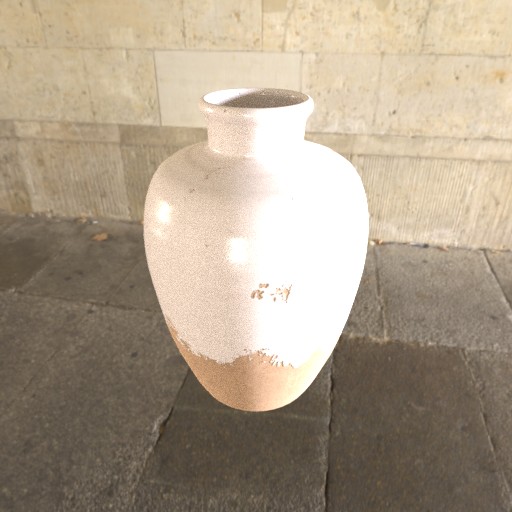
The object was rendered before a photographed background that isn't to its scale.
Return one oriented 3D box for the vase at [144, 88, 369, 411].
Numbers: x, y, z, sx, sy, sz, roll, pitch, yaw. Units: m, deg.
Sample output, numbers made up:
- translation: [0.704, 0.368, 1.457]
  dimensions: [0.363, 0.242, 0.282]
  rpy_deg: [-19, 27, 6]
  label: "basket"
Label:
- translation: [0.000, 0.000, 0.332]
  dimensions: [0.158, 0.228, 0.158]
  rpy_deg: [0, 30, 0]
  label: "vase"
